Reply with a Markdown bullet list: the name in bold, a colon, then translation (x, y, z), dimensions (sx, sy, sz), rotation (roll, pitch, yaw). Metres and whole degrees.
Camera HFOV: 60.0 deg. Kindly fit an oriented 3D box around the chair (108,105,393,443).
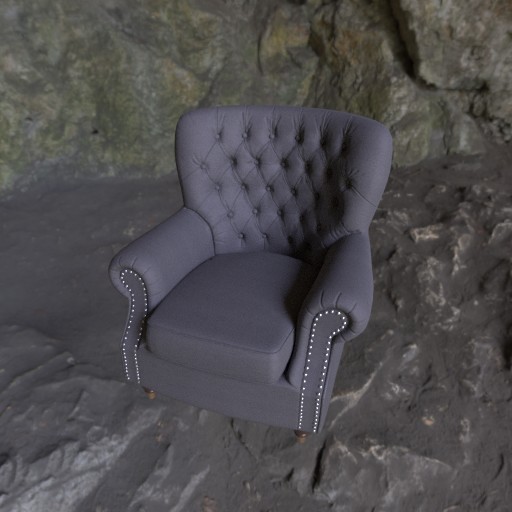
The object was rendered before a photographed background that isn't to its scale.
- **chair**: translation (0.000, 0.000, 1.812), dimensions (0.983, 1.046, 0.983), rotation (10, 29, 18)
